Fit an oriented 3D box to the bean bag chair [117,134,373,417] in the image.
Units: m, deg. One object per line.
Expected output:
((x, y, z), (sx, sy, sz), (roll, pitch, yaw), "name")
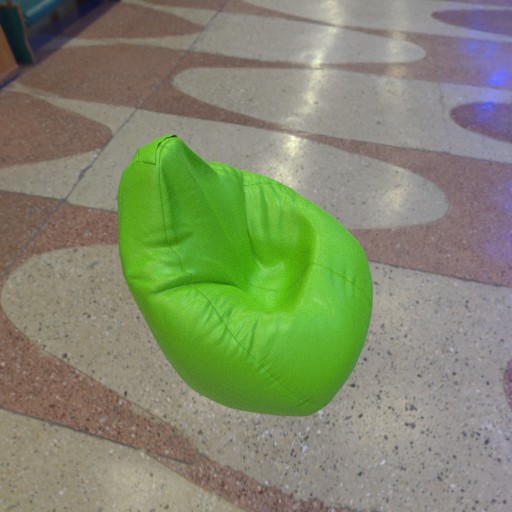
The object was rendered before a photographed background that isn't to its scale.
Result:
((0.000, 0.000, 1.909), (1.070, 0.990, 1.070), (11, 47, 11), "bean bag chair")
